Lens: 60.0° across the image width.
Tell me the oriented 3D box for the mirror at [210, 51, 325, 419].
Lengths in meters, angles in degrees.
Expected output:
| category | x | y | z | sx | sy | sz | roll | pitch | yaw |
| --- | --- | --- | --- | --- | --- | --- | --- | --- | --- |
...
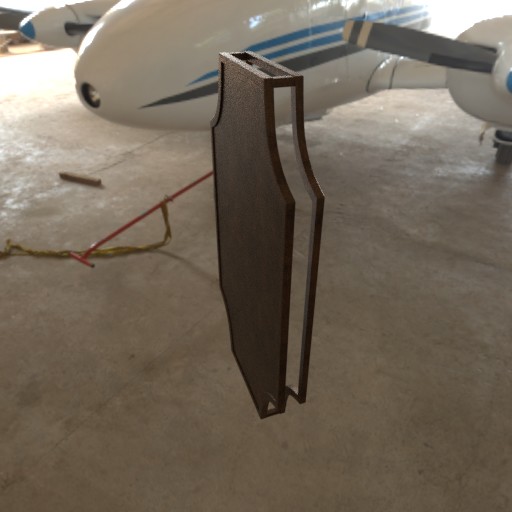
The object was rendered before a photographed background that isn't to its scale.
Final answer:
| category | x | y | z | sx | sy | sz | roll | pitch | yaw |
| --- | --- | --- | --- | --- | --- | --- | --- | --- | --- |
| mirror | 0.000 | 0.000 | 1.001 | 0.066 | 0.811 | 0.462 | -11 | 35 | -16 |
